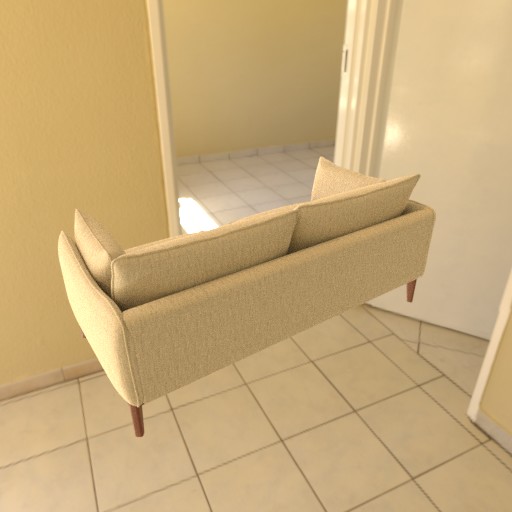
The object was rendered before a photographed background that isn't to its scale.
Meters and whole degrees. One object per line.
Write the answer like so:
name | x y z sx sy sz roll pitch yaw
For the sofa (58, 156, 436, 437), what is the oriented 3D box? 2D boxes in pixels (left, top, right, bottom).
sofa | 0.000 0.000 2.568 1.989 0.860 0.991 -18 33 -30
